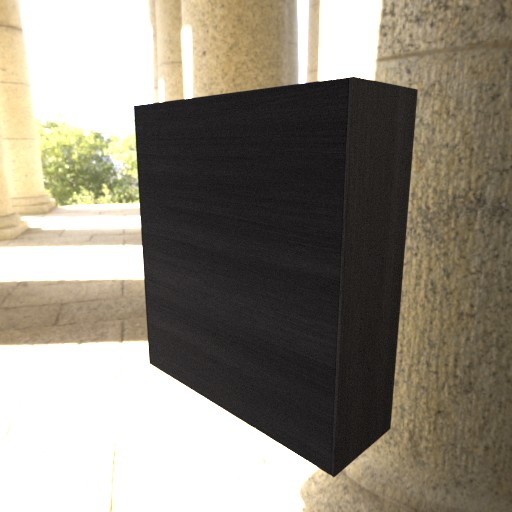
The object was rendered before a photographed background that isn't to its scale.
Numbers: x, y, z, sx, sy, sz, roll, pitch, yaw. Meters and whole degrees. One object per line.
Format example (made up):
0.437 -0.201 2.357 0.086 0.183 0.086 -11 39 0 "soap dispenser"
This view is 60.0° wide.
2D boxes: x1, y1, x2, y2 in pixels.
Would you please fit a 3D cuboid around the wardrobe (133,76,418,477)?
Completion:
0.000 0.000 2.902 0.629 1.960 1.780 -13 19 -43 "wardrobe"
